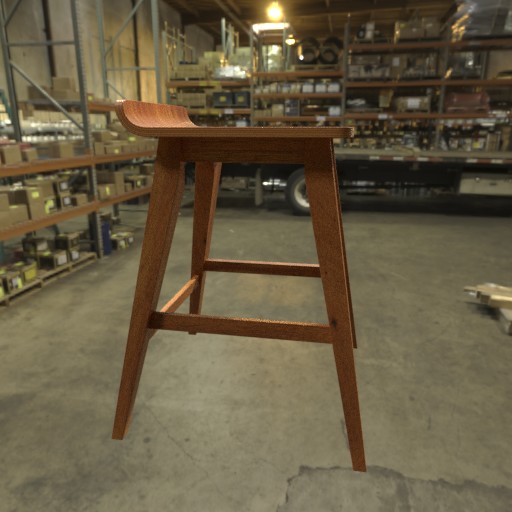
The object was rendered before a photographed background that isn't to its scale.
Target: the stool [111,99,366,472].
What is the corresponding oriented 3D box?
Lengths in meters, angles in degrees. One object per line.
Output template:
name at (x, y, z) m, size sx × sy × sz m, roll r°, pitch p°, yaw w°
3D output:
stool at (0.000, 0.000, 0.994) m, size 0.500 × 0.650 × 0.500 m, roll 3°, pitch 17°, yaw 10°
